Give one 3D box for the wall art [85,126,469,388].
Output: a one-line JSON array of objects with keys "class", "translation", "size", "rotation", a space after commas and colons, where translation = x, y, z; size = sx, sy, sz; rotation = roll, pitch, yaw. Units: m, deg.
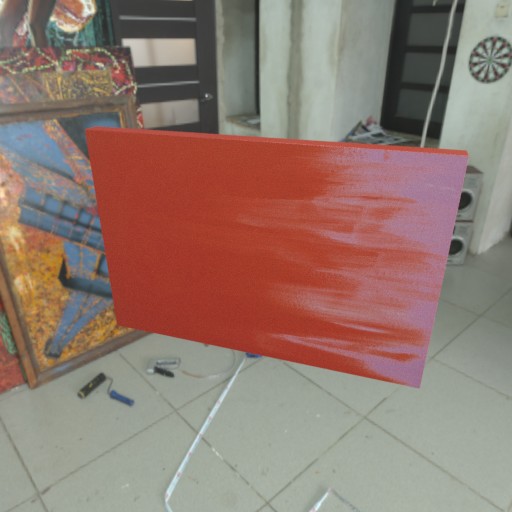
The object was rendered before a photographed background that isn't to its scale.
[{"class": "wall art", "translation": [0.000, 0.000, 0.777], "size": [0.607, 0.405, 0.033], "rotation": [8, 27, 16]}]
